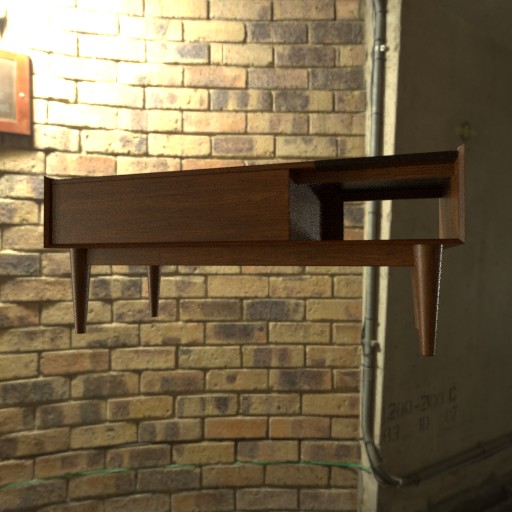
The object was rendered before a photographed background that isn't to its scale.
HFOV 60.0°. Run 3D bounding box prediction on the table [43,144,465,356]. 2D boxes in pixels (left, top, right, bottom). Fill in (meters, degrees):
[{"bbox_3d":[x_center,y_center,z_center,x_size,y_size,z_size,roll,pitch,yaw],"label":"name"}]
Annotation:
[{"bbox_3d":[0.000,0.000,1.505,1.221,0.508,0.610,0,-1,18],"label":"table"}]
